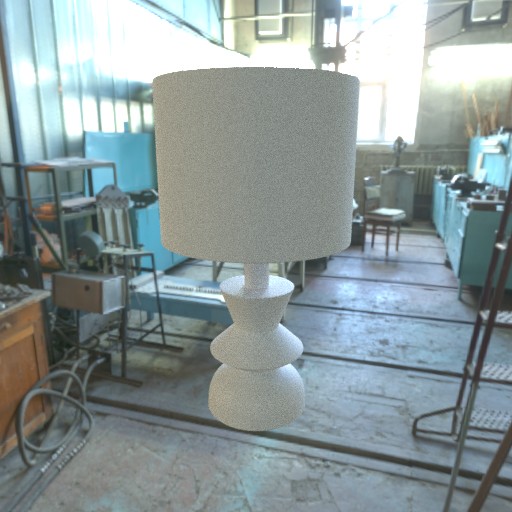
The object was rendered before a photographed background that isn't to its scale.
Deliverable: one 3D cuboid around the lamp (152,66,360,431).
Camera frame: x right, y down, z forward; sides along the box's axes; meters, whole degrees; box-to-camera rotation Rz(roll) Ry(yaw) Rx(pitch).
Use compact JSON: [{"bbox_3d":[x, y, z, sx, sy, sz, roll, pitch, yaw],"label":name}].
[{"bbox_3d":[0.000,0.000,0.726,0.301,0.533,0.301,-8,16,-27],"label":"lamp"}]
